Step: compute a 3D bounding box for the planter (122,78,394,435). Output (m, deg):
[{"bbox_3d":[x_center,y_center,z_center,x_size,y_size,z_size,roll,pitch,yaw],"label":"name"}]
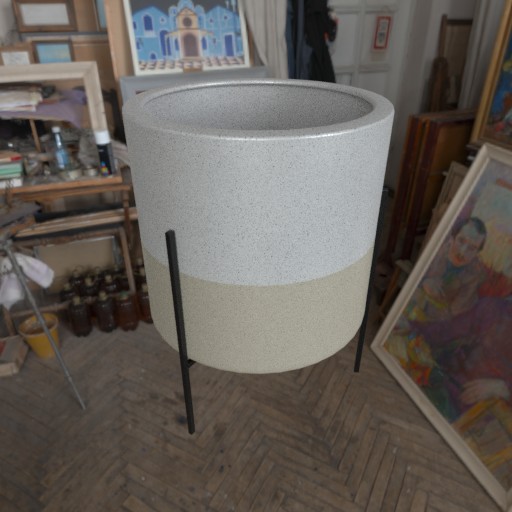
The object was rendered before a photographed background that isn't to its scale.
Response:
[{"bbox_3d":[0.000,0.000,0.715,0.359,0.484,0.368,20,36,30],"label":"planter"}]
